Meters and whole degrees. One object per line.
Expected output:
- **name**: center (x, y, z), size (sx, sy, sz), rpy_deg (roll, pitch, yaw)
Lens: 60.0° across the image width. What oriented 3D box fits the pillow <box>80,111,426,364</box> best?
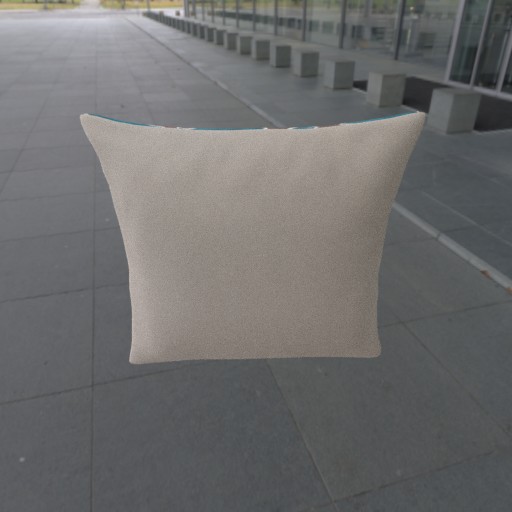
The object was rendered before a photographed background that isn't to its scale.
- **pillow**: center (0.000, 0.000, 0.800), size (0.526, 0.507, 0.166), rpy_deg (-1, 30, -2)
